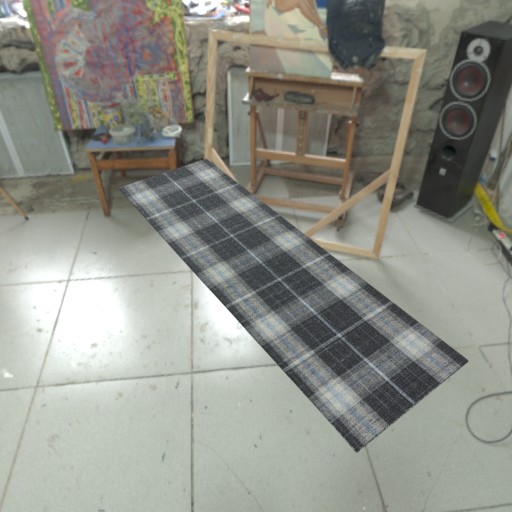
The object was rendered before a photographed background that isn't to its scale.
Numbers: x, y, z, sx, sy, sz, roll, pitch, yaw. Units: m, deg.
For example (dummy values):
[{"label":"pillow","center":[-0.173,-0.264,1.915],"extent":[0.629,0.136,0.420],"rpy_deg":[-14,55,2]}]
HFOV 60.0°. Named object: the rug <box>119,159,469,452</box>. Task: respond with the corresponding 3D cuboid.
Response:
[{"label":"rug","center":[0.000,0.000,2.695],"extent":[0.760,0.012,2.434],"rpy_deg":[-25,47,-26]}]
